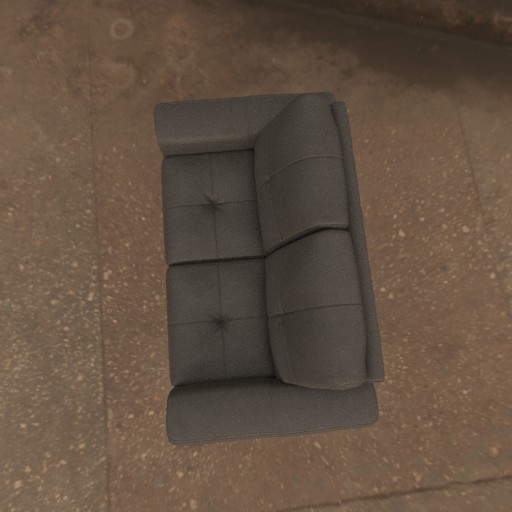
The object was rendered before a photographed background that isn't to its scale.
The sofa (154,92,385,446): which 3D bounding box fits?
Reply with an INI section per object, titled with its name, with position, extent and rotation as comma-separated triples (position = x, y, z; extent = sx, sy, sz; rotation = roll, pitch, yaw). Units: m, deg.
[sofa]
position = 0.000, 0.000, 2.343
extent = 1.018, 0.907, 1.806
rotation = -5, 78, -1
